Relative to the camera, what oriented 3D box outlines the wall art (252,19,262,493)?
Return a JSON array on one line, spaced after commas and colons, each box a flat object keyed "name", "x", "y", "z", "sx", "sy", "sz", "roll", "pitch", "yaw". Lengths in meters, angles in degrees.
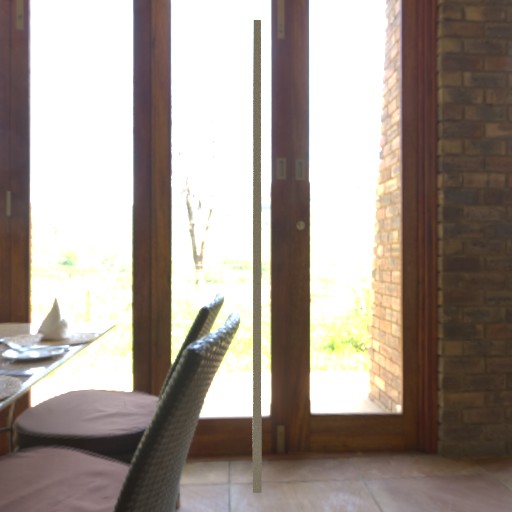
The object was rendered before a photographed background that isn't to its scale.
[{"name": "wall art", "x": 0.000, "y": 0.000, "z": 0.828, "sx": 0.013, "sy": 0.683, "sz": 0.380, "roll": 0, "pitch": -1, "yaw": -1}]
